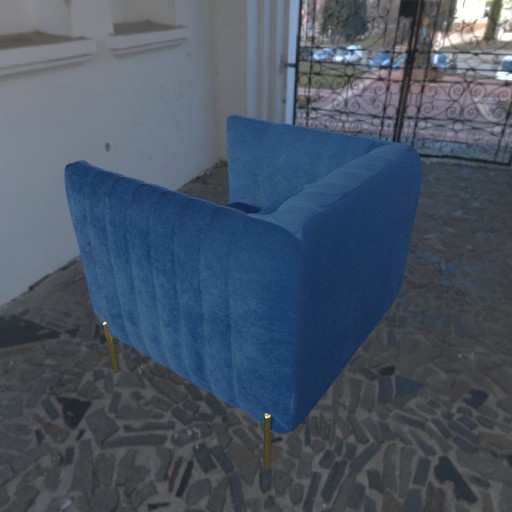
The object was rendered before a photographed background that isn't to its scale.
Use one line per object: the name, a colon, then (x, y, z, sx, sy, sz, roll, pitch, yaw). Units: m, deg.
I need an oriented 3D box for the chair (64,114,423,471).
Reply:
chair: (0.000, 0.000, 1.626, 0.877, 0.793, 0.947, 20, 35, 30)
